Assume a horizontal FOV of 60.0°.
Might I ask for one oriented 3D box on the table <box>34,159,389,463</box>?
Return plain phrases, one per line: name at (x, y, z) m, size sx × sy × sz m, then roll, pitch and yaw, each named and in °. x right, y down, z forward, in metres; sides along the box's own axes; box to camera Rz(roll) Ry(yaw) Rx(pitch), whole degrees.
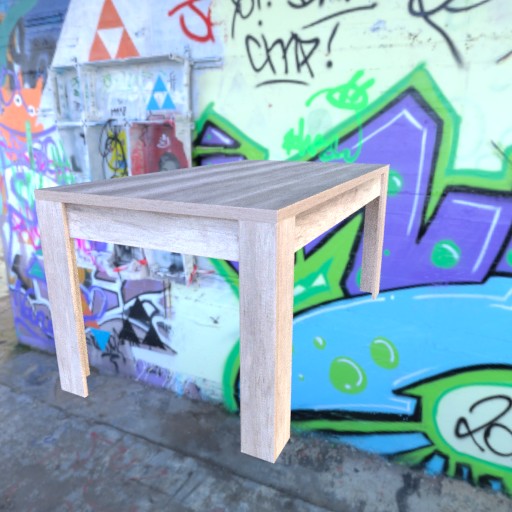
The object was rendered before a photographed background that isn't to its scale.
table at (0.000, 0.000, 2.114) m, size 0.900 × 0.775 × 1.600 m, roll 8°, pitch 18°, yaw 25°
